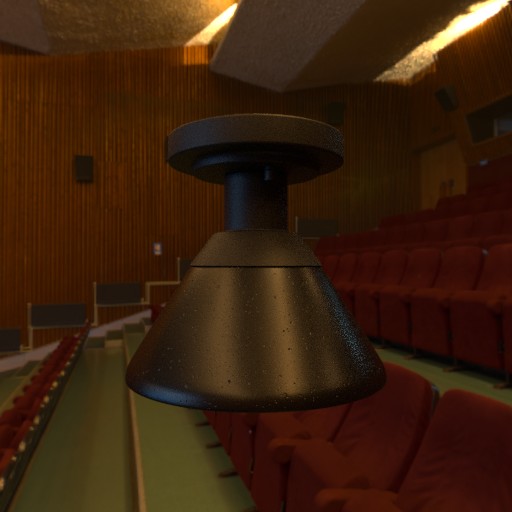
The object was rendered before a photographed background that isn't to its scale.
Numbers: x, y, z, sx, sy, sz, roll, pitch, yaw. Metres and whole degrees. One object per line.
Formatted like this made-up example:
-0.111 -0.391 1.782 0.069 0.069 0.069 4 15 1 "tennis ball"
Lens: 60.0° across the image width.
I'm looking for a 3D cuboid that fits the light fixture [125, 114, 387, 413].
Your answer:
0.000 0.000 0.355 0.200 0.183 0.200 0 -1 0 "light fixture"
